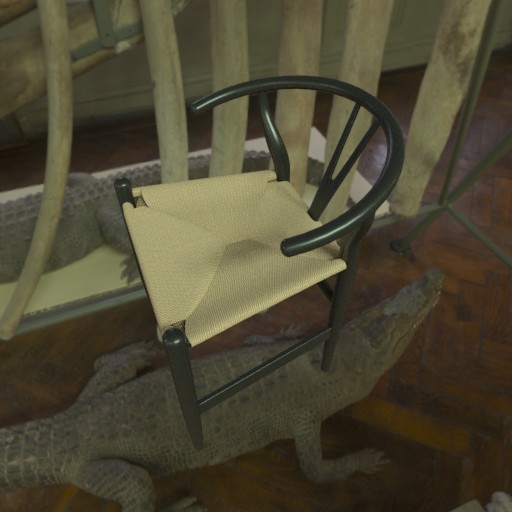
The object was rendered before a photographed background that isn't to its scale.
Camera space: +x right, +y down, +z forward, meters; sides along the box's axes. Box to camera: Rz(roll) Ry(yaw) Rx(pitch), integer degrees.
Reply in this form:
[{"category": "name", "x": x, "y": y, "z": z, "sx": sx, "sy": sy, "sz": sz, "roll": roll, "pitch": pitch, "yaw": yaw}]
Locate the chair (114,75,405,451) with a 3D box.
[{"category": "chair", "x": 0.000, "y": 0.000, "z": 1.125, "sx": 0.570, "sy": 0.739, "sz": 0.570, "roll": -16, "pitch": 48, "yaw": -16}]
